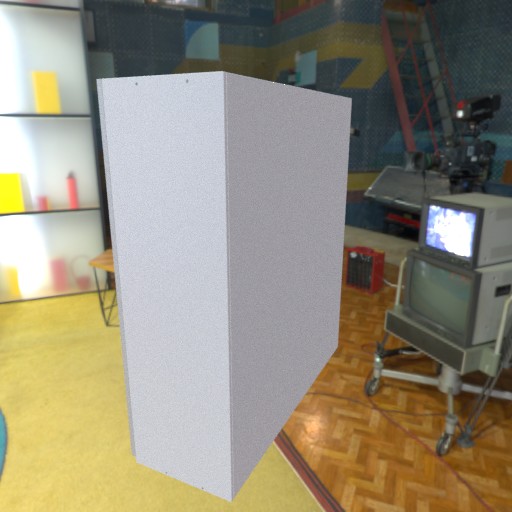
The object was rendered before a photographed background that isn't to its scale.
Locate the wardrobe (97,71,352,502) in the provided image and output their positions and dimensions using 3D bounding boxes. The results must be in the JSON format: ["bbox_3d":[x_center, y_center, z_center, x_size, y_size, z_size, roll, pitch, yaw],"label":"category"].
[{"bbox_3d":[0.000,0.000,2.789,0.629,1.960,1.780,8,18,26],"label":"wardrobe"}]
